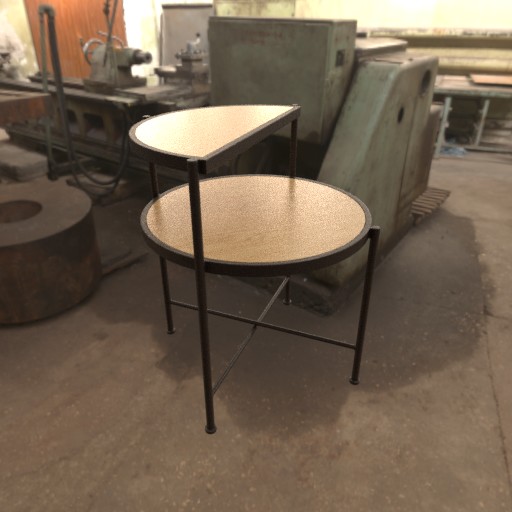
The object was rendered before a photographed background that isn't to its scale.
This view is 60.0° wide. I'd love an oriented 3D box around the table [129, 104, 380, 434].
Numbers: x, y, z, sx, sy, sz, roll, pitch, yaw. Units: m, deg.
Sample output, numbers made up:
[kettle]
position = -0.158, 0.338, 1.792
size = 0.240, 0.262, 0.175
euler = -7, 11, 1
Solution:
[table]
position = 0.000, 0.000, 1.187
size = 0.628, 0.684, 0.629
euler = 11, 30, 19
